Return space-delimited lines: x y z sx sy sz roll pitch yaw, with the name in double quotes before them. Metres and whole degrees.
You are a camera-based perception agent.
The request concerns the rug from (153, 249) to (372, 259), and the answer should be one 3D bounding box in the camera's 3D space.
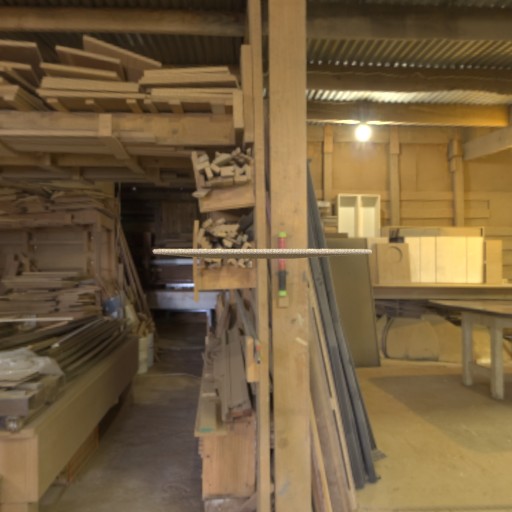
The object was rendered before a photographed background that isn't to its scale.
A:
"rug" 0.000 0.000 2.501 0.678 0.014 2.276 0 -1 -1
